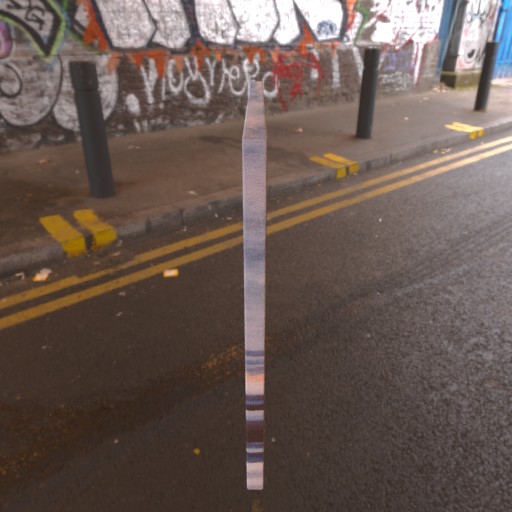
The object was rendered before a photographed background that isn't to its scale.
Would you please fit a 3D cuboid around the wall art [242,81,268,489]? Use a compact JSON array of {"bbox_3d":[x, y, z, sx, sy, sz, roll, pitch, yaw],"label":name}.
[{"bbox_3d":[0.000,0.000,1.113,0.035,0.747,0.747,0,27,0],"label":"wall art"}]
